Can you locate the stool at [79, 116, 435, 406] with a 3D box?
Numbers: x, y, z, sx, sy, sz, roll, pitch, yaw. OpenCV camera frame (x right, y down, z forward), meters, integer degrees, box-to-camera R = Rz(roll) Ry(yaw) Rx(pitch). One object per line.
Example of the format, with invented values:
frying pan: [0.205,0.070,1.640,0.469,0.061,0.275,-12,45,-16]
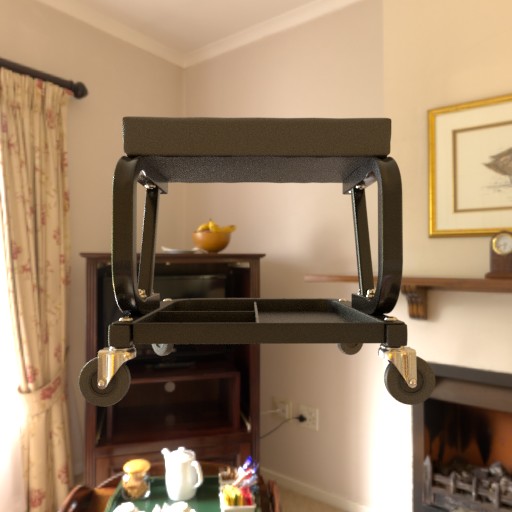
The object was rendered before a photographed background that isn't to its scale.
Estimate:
stool: [0.000,0.000,0.724,0.446,0.380,0.371,0,-1,-1]
